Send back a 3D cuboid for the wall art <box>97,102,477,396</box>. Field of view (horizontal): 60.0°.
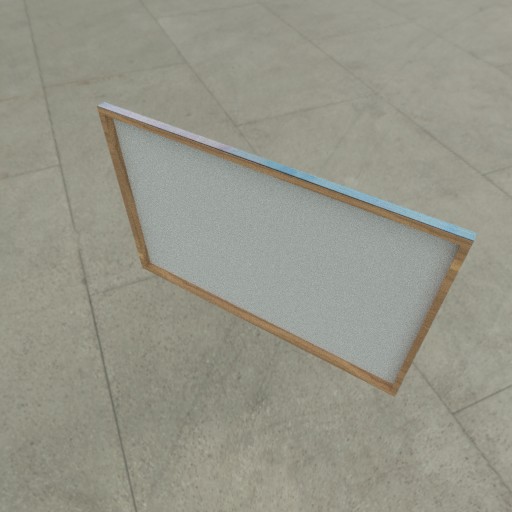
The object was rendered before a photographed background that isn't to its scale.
[{"bbox_3d":[0.000,0.000,0.775,0.604,0.402,0.018,24,51,21],"label":"wall art"}]
